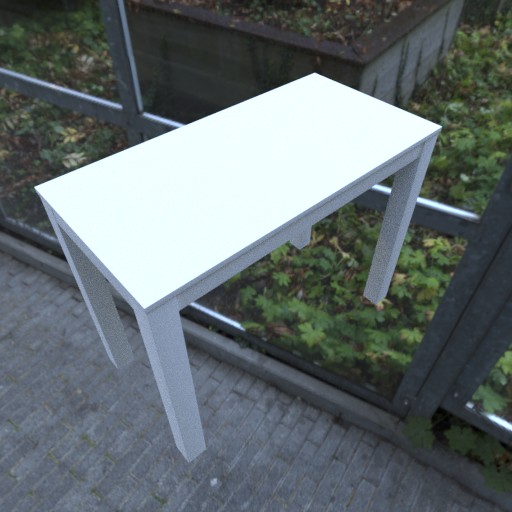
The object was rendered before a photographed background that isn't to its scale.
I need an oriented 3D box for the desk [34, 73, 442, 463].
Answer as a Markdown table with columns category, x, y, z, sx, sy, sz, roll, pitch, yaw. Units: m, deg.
| category | x | y | z | sx | sy | sz | roll | pitch | yaw |
| --- | --- | --- | --- | --- | --- | --- | --- | --- | --- |
| desk | 0.000 | 0.000 | 1.440 | 0.990 | 0.762 | 0.497 | -32 | 53 | -28 |
